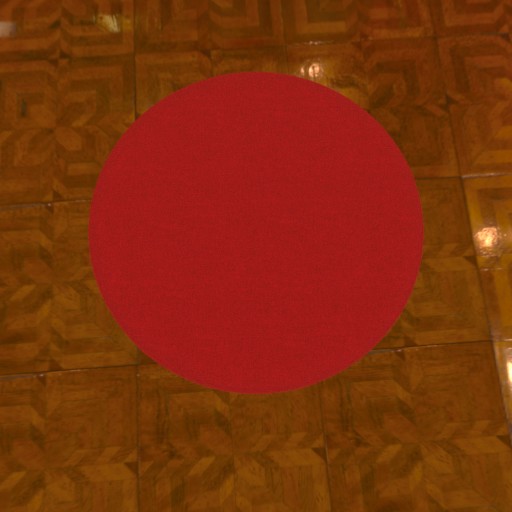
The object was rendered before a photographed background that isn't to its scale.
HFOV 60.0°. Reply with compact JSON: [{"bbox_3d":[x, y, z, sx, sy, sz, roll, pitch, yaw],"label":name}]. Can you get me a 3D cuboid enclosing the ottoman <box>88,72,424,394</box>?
[{"bbox_3d":[0.000,0.000,0.709,0.400,0.406,0.400,0,77,0],"label":"ottoman"}]
